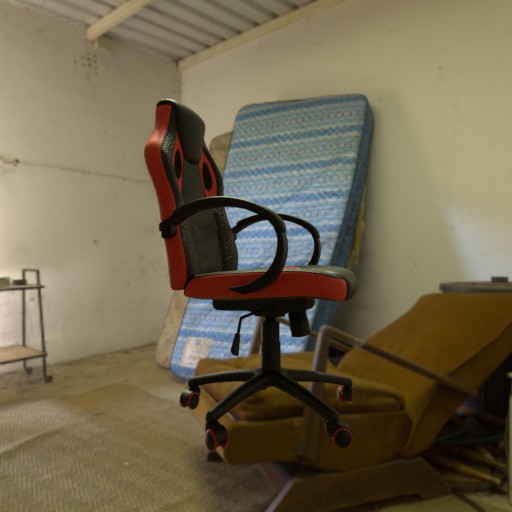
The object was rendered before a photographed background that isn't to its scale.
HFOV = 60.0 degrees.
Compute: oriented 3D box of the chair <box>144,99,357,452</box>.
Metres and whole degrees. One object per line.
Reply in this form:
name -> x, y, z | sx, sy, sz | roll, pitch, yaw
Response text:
chair -> 0.000, 0.000, 1.412 | 0.642, 1.016, 0.600 | 0, 0, 18
